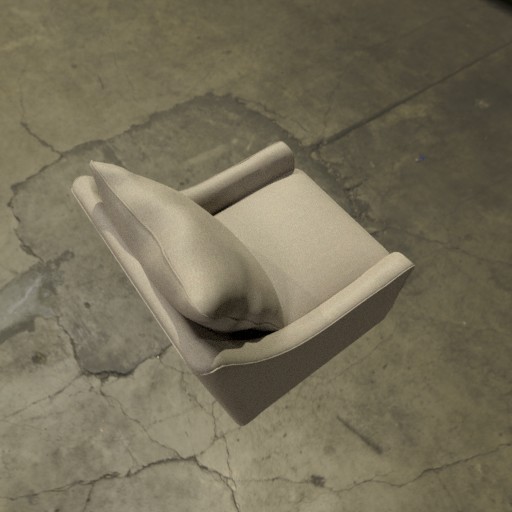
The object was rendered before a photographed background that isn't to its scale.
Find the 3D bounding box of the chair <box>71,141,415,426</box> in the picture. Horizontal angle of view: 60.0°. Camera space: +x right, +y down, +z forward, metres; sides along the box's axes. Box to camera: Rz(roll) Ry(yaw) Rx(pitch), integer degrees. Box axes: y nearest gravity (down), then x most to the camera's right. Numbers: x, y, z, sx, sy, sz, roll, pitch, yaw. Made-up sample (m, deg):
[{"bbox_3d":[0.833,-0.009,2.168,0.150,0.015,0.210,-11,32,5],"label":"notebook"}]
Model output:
[{"bbox_3d":[0.000,0.000,1.604,0.876,0.942,0.760,-32,63,-18],"label":"chair"}]
